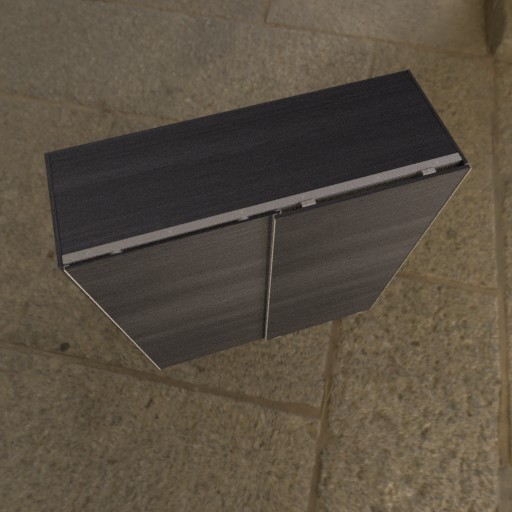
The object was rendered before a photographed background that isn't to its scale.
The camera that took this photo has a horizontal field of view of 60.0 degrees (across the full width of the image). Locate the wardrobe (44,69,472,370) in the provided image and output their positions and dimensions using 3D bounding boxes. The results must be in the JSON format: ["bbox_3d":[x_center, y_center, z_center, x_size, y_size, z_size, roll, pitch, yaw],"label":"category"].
[{"bbox_3d":[0.000,0.000,2.831,1.780,1.960,0.629,-15,65,-7],"label":"wardrobe"}]
